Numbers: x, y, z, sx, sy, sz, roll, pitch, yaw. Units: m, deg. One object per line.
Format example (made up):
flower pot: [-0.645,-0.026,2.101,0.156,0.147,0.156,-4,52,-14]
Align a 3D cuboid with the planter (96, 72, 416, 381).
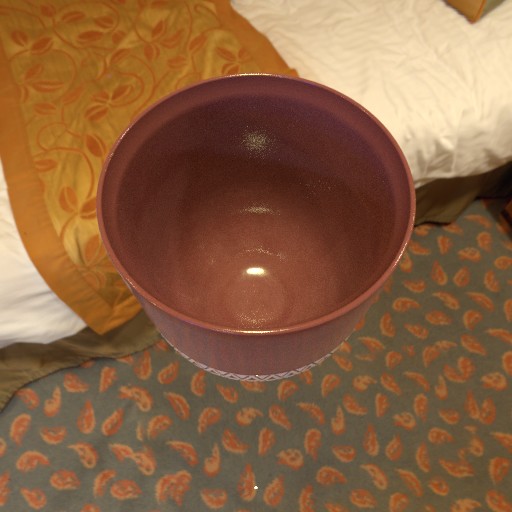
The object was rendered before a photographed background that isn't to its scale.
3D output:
planter: [0.000,0.000,0.491,0.266,0.270,0.266,0,62,0]
